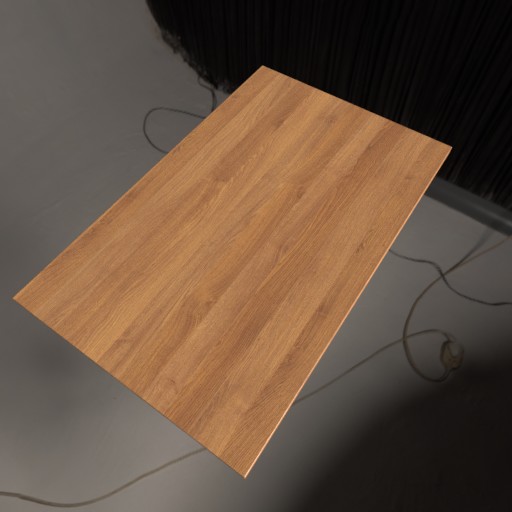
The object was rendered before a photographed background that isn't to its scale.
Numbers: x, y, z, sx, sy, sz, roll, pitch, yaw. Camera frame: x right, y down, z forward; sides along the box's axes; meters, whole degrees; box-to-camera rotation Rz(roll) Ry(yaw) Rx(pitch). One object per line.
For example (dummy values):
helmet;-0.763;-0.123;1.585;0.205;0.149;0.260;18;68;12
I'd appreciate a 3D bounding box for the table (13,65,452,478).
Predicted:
table;0.000;0.000;1.411;0.700;0.442;1.100;30;63;17
